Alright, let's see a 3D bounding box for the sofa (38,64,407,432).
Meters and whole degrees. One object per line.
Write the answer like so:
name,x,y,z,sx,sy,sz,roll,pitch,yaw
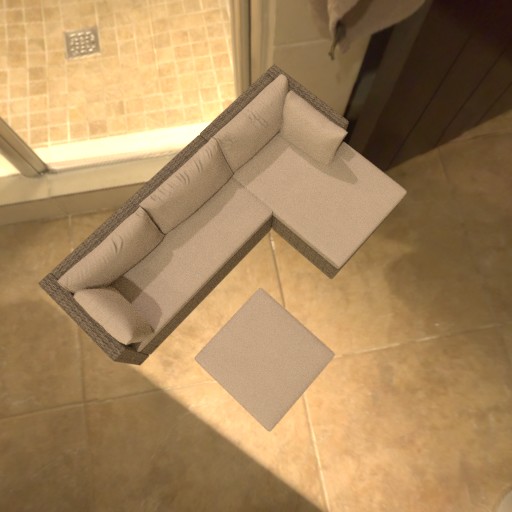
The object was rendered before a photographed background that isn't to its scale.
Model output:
sofa,0.000,0.000,3.039,1.662,0.766,2.192,41,78,11
